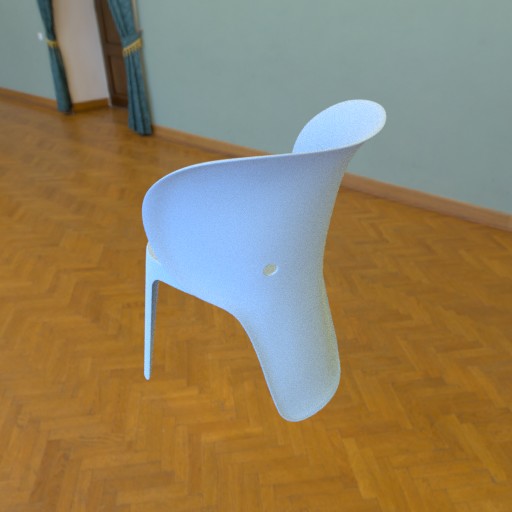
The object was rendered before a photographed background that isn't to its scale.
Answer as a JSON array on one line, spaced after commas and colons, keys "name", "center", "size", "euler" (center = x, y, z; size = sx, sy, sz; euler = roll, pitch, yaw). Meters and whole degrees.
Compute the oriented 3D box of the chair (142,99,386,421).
[{"name": "chair", "center": [0.000, 0.000, 0.865], "size": [0.402, 0.554, 0.451], "euler": [21, 38, 30]}]
